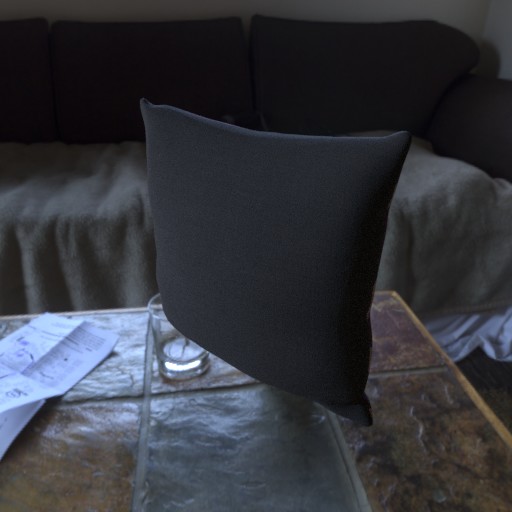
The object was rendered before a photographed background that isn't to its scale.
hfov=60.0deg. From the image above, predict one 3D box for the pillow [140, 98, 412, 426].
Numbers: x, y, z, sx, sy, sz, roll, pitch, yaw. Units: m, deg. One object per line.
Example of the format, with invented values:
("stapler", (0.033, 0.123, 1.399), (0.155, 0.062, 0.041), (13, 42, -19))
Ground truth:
("pillow", (0.000, 0.000, 0.774), (0.503, 0.496, 0.208), (20, 34, 32))
